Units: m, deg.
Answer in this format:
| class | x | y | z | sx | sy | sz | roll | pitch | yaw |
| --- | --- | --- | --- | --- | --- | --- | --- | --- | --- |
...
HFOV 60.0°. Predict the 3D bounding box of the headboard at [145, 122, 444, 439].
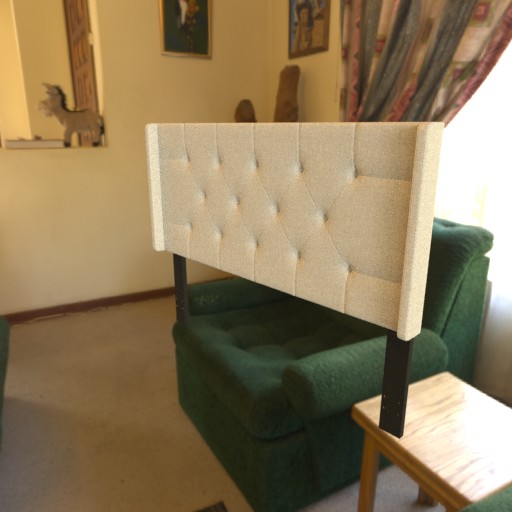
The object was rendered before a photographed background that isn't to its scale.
| class | x | y | z | sx | sy | sz | roll | pitch | yaw |
| --- | --- | --- | --- | --- | --- | --- | --- | --- | --- |
| headboard | 0.000 | 0.000 | 2.648 | 0.184 | 1.524 | 2.051 | -15 | 22 | -42 |
